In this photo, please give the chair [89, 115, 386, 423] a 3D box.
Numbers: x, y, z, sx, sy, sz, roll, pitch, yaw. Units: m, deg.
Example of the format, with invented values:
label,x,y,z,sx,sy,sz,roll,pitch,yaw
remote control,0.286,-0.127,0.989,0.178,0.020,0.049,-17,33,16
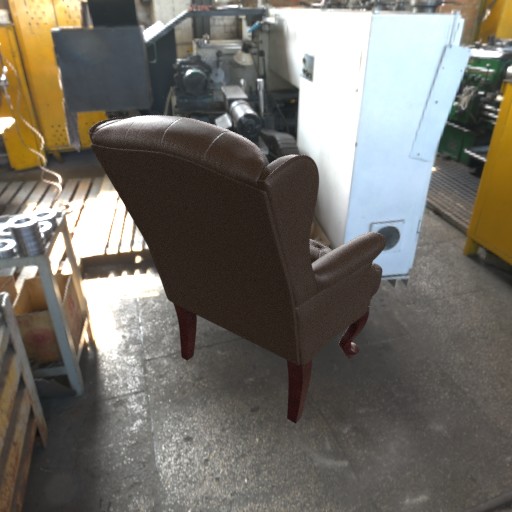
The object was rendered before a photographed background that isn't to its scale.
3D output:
label,x,y,z,sx,sy,sz,roll,pitch,yaw
chair,0.000,0.000,1.678,0.829,1.132,0.819,20,35,31
